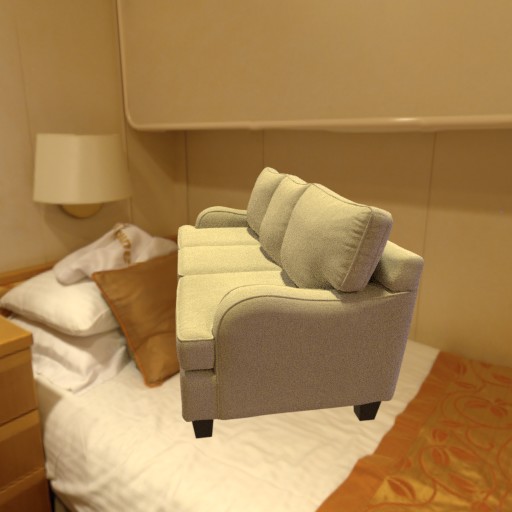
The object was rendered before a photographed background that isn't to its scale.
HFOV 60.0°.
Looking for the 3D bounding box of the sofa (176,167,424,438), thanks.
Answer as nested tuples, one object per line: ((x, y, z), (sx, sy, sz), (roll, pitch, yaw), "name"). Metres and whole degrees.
((0.000, 0.000, 2.868), (1.016, 0.991, 2.323), (-2, 15, -9), "sofa")
